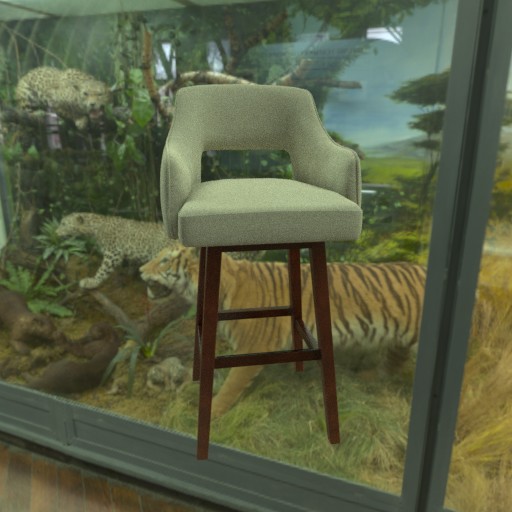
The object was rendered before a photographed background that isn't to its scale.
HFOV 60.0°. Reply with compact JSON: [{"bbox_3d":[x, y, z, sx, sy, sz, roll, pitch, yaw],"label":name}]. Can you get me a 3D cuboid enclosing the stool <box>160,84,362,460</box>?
[{"bbox_3d":[0.000,0.000,1.380,0.550,1.041,0.560,-3,17,-9],"label":"stool"}]
